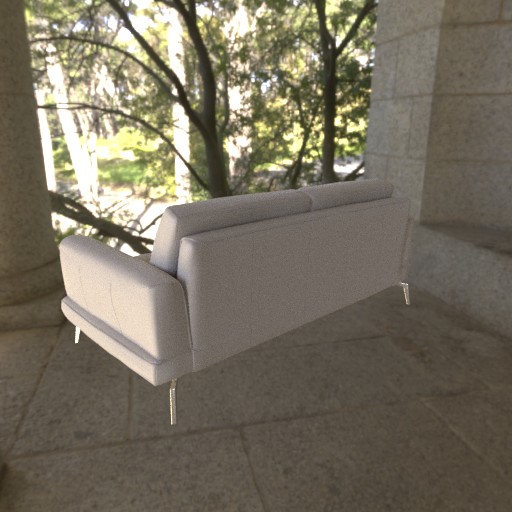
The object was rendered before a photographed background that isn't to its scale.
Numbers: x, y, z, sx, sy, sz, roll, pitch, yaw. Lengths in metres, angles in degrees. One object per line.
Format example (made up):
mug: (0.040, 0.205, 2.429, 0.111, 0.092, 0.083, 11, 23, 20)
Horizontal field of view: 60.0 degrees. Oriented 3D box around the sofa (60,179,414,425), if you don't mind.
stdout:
sofa: (0.000, 0.000, 2.845, 2.177, 0.930, 1.121, -14, 21, -41)
